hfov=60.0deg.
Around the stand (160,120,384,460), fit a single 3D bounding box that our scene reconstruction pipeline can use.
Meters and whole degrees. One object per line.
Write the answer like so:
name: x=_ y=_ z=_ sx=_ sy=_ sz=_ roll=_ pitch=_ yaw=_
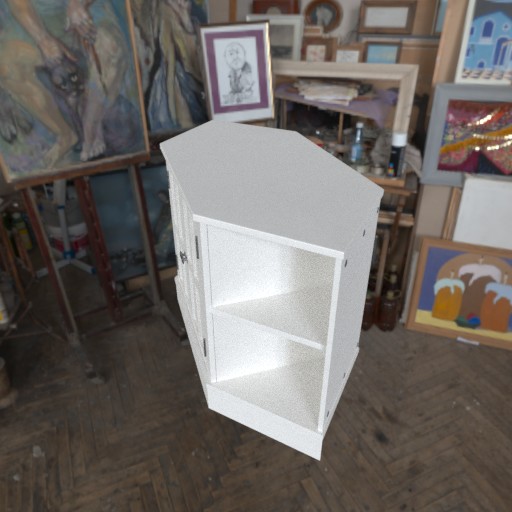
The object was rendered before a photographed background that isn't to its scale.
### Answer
stand: x=0.000 y=0.000 z=1.412 sx=0.477 sy=0.614 sz=1.072 roll=-9 pitch=32 yaw=-15
